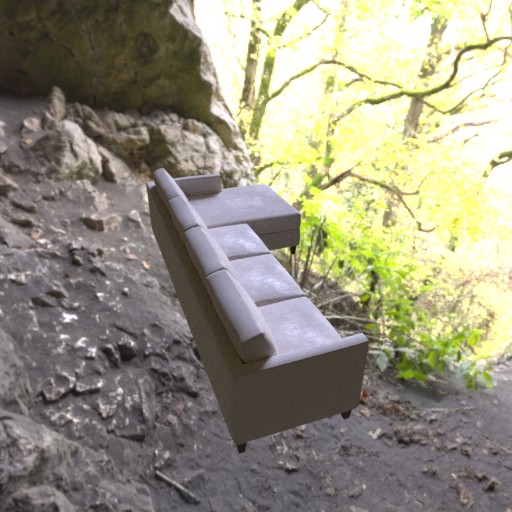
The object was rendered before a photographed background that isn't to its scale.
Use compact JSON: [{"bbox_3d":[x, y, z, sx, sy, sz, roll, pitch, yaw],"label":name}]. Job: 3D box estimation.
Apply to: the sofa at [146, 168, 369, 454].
[{"bbox_3d":[0.000,0.000,4.339,1.599,0.954,3.471,-10,31,-18],"label":"sofa"}]
